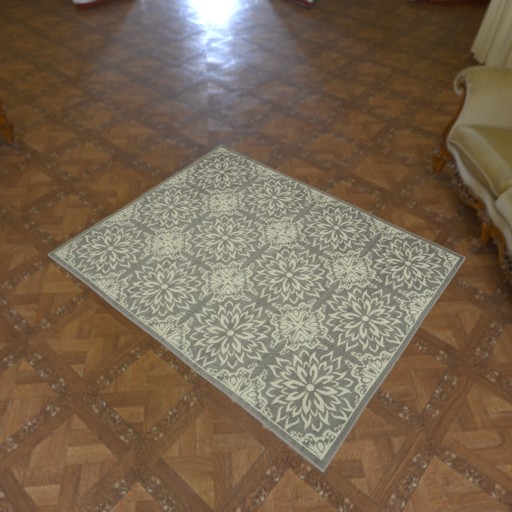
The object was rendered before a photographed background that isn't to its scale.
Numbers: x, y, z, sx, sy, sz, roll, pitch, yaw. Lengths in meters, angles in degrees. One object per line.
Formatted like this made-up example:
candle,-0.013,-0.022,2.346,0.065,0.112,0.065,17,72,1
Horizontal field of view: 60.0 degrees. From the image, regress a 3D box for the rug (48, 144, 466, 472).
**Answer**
rug,0.000,0.000,4.023,2.980,0.012,2.363,30,53,26
